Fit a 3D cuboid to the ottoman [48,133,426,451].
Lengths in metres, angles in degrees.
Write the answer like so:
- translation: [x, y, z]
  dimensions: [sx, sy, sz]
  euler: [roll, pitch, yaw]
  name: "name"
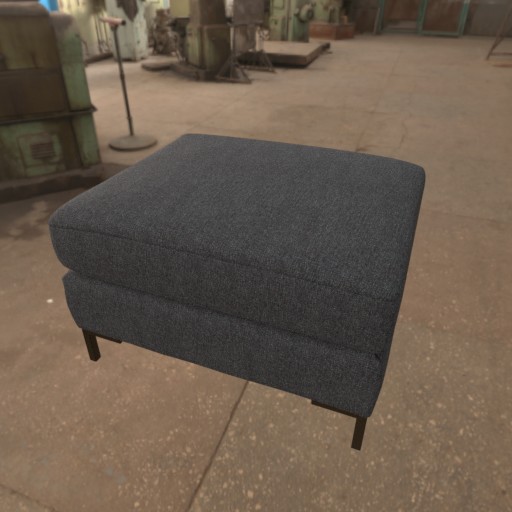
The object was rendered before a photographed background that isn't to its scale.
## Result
- translation: [0.000, 0.000, 1.290]
  dimensions: [0.831, 0.533, 0.695]
  euler: [12, 34, 18]
  name: "ottoman"
